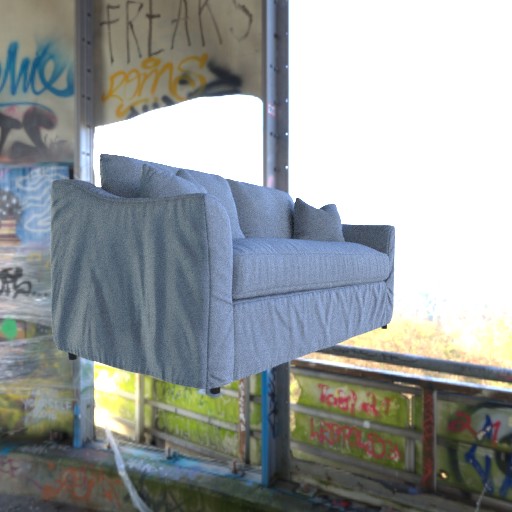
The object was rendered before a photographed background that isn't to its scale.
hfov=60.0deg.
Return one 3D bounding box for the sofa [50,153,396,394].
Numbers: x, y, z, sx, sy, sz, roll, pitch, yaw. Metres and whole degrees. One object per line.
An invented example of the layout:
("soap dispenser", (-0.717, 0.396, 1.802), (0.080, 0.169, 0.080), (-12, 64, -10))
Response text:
("sofa", (0.000, 0.000, 2.653), (1.072, 1.018, 2.010), (0, 0, 36))
